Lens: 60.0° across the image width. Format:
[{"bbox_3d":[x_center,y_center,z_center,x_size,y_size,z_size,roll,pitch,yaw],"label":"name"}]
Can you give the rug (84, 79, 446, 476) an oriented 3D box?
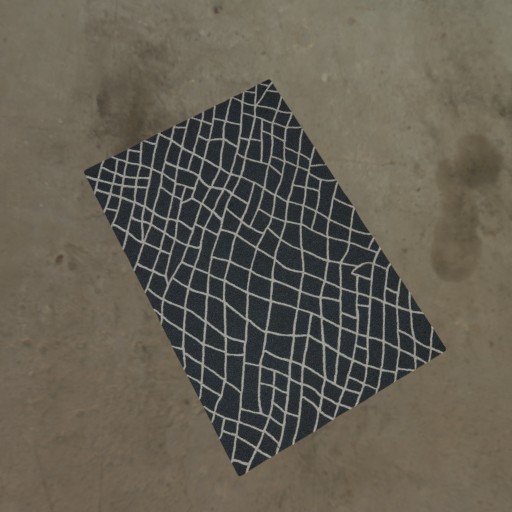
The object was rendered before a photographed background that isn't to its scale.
[{"bbox_3d":[0.000,0.000,2.391,1.223,0.013,1.830,-29,78,-7],"label":"rug"}]
